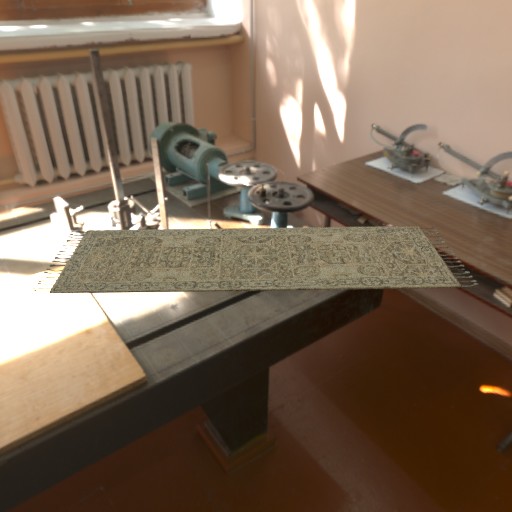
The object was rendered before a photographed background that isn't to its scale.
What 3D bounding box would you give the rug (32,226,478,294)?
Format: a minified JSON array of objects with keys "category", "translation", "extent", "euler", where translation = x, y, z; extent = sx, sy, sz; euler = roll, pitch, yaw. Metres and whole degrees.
[{"category":"rug","translation":[0.000,0.000,2.936],"extent":[2.664,0.011,0.762],"euler":[-1,32,-1]}]
